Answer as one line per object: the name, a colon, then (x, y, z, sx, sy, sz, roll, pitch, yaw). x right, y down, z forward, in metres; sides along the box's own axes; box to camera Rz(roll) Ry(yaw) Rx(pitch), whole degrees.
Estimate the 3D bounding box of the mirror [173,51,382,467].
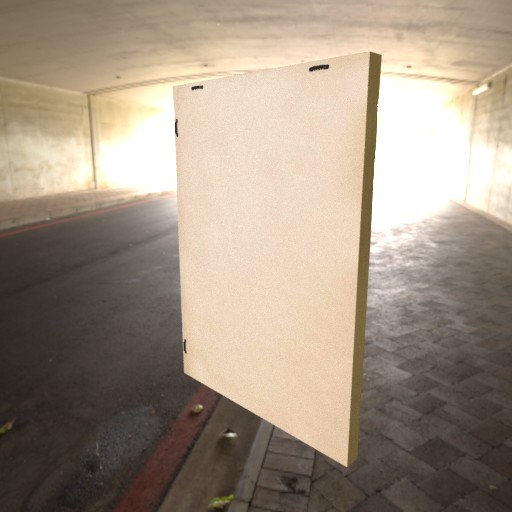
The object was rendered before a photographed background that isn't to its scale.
mirror: (0.000, 0.000, 0.920, 0.040, 0.710, 0.507, -13, 18, -43)
